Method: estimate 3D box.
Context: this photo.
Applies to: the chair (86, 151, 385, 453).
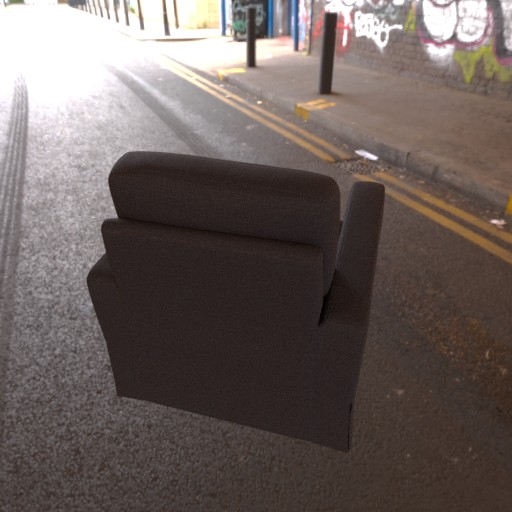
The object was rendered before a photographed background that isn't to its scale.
[{"bbox_3d":[0.000,0.000,1.503,0.798,0.855,0.863,9,32,14],"label":"chair"}]
